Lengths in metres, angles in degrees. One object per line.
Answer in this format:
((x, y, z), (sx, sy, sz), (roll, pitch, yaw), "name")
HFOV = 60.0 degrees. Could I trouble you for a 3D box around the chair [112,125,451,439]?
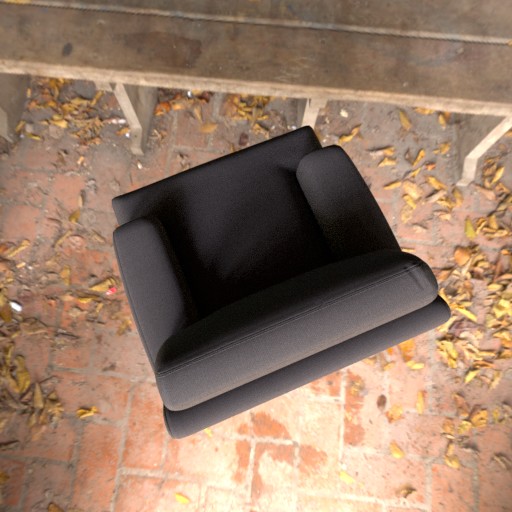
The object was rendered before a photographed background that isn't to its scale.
((0.000, 0.000, 1.986), (1.168, 0.940, 1.143), (-22, 77, -6), "chair")
